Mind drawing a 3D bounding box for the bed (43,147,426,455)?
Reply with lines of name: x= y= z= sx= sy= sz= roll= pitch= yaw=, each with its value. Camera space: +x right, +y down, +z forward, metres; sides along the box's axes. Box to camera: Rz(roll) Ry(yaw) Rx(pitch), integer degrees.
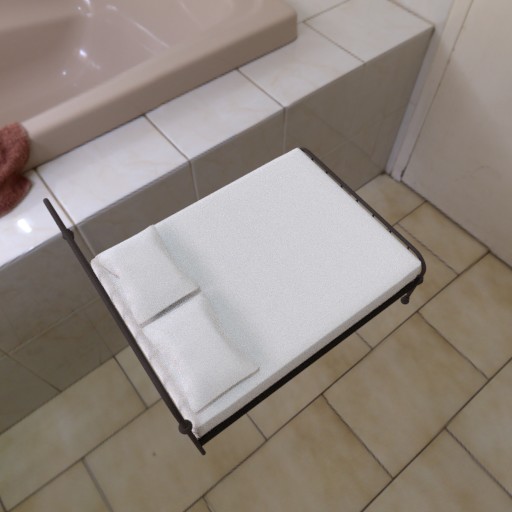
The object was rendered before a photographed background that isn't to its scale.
bed: x=0.000 y=0.000 z=3.231 sx=2.134 sy=1.446 sz=1.616 roll=-32 pitch=64 yaw=-18
